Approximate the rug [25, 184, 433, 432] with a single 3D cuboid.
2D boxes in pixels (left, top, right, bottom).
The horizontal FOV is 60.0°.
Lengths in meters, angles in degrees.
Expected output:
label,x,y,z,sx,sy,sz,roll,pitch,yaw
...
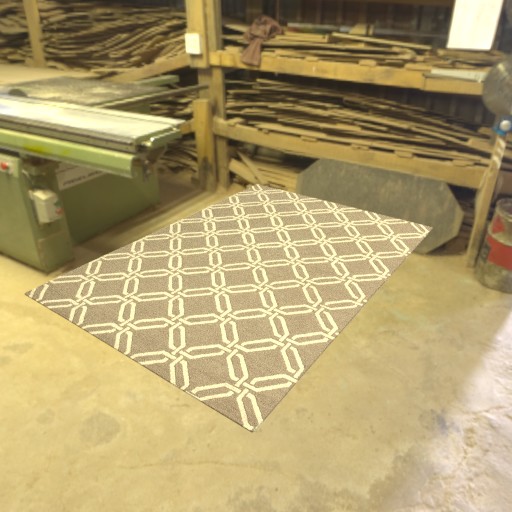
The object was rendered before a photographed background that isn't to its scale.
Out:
label,x,y,z,sx,sy,sz,roll,pitch,yaw
rug,0.000,0.000,4.376,2.441,0.020,3.419,19,34,31
